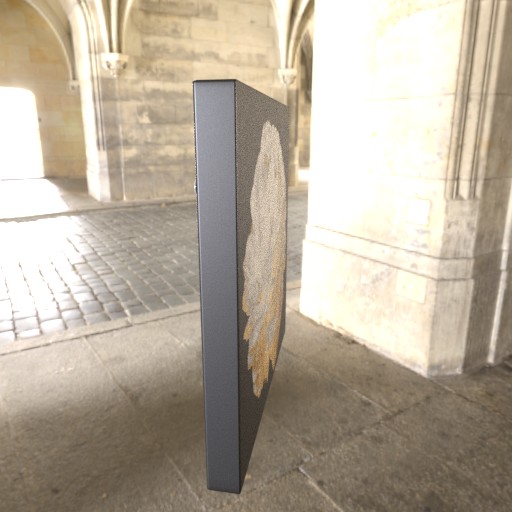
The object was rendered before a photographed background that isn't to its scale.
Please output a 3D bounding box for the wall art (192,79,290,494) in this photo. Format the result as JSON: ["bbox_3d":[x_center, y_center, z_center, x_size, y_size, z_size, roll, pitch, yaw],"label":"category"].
[{"bbox_3d":[0.000,0.000,0.603,0.041,0.407,0.406,3,16,10],"label":"wall art"}]
